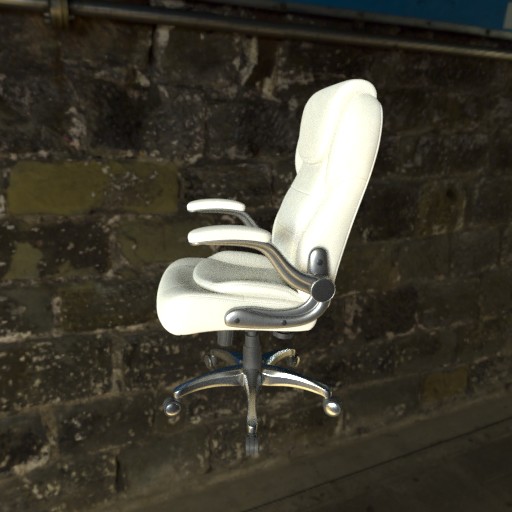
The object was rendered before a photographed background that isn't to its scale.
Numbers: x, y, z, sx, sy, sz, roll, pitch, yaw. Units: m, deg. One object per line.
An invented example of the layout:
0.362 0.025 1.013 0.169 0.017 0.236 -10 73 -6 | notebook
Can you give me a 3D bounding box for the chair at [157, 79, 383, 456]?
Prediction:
0.000 0.000 1.805 0.806 1.330 0.755 -2 15 -9 | chair
